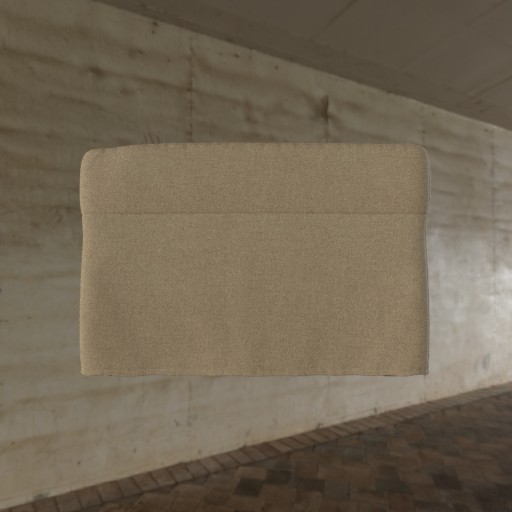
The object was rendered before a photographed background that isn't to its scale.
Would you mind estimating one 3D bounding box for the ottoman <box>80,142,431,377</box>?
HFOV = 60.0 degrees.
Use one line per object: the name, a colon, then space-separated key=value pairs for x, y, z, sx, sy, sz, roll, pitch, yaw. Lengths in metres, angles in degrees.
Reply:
ottoman: x=0.000 y=0.000 z=1.204 sx=0.650 sy=0.485 sz=0.833 roll=0 pitch=-1 yaw=0
